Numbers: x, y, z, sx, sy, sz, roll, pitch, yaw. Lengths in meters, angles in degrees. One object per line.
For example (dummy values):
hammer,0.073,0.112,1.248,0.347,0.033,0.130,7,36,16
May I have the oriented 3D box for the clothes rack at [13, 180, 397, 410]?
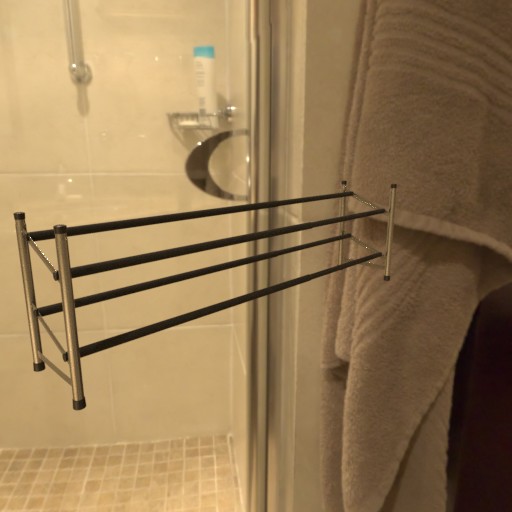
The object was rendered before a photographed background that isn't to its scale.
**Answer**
clothes rack,0.000,0.000,1.257,1.168,0.349,0.229,-14,20,-43
